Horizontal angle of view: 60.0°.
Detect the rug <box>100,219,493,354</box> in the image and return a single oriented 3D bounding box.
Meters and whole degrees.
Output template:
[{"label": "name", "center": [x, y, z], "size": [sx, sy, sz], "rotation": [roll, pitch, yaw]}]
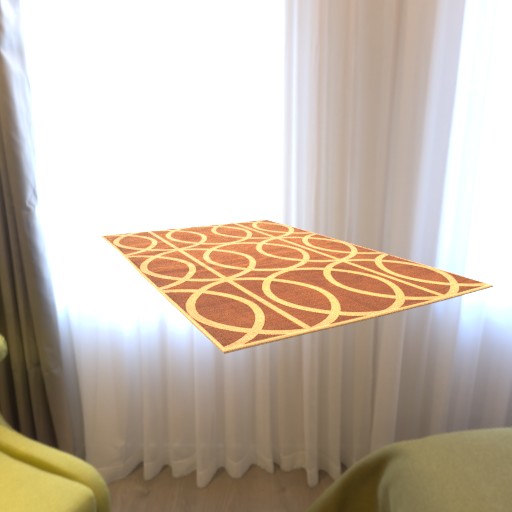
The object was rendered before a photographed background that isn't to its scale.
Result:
[{"label": "rug", "center": [0.000, 0.000, 2.863], "size": [1.526, 0.014, 2.290], "rotation": [-8, 16, -28]}]
